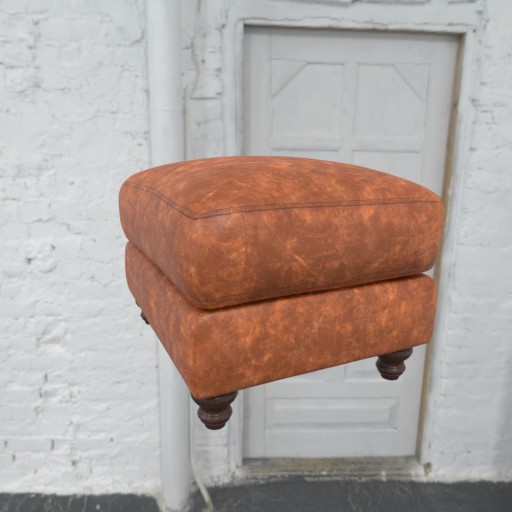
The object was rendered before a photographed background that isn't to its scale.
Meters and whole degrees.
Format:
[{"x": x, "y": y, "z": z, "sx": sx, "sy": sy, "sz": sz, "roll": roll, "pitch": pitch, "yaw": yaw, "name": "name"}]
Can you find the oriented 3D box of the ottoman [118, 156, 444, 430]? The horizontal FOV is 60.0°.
[{"x": 0.000, "y": 0.000, "z": 1.278, "sx": 0.657, "sy": 0.562, "sz": 0.832, "roll": -7, "pitch": 15, "yaw": -24, "name": "ottoman"}]
